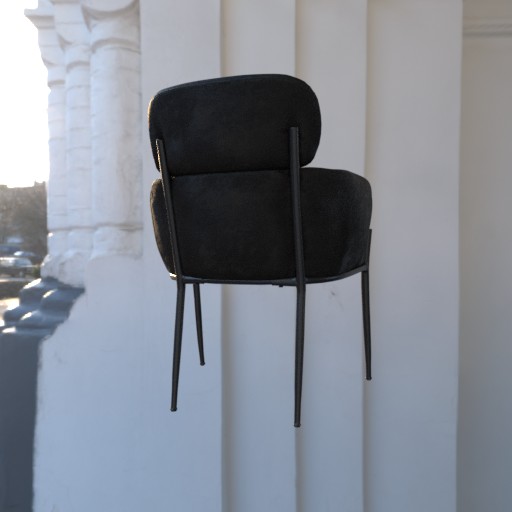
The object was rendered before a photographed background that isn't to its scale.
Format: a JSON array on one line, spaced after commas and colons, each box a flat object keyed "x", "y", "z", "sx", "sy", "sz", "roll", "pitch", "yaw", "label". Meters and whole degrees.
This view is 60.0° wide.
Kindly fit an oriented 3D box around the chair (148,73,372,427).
[{"x": 0.000, "y": 0.000, "z": 1.286, "sx": 0.640, "sy": 0.818, "sz": 0.604, "roll": 0, "pitch": 0, "yaw": 18, "label": "chair"}]
